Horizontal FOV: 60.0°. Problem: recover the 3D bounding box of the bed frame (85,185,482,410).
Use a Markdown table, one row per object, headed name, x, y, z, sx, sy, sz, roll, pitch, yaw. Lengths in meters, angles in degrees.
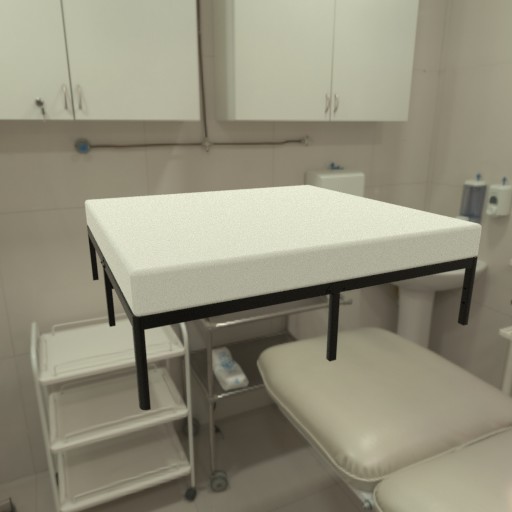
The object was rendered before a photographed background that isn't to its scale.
| name | x | y | z | sx | sy | sz | roll | pitch | yaw |
| --- | --- | --- | --- | --- | --- | --- | --- | --- | --- |
| bed frame | 0.000 | 0.000 | 3.147 | 2.079 | 0.659 | 1.963 | -8 | 18 | -24 |
